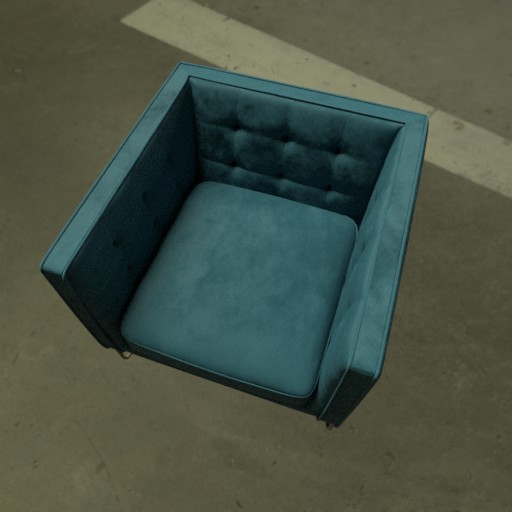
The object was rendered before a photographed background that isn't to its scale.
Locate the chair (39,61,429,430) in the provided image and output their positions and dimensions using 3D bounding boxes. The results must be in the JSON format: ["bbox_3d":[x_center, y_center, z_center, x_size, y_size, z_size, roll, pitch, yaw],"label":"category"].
[{"bbox_3d":[0.000,0.000,1.555,0.880,0.790,0.894,16,60,10],"label":"chair"}]
